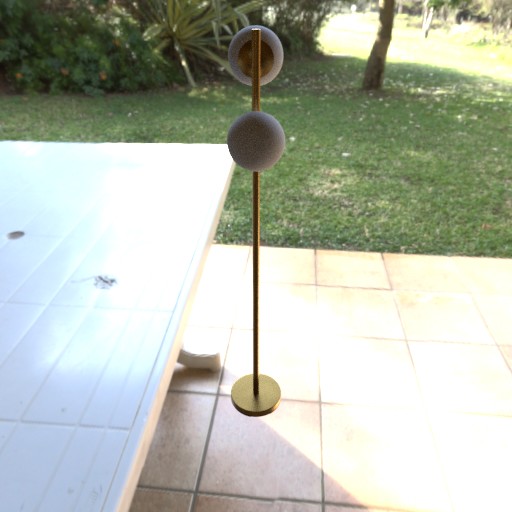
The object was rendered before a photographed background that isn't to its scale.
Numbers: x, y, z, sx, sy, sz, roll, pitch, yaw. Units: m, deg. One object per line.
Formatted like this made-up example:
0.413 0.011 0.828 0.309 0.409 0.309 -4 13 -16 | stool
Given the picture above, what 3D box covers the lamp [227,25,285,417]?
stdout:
0.000 0.000 1.790 0.249 1.641 0.419 0 31 0 | lamp
